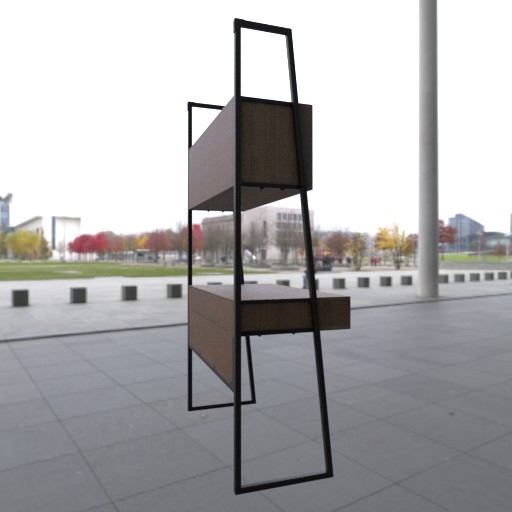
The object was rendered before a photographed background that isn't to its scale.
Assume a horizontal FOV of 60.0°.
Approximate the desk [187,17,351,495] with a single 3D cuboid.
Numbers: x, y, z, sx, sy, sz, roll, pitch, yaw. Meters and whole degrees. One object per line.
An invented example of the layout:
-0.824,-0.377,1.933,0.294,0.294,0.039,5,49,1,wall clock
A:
0.000,0.000,2.220,0.515,1.809,0.982,0,0,-19,desk
